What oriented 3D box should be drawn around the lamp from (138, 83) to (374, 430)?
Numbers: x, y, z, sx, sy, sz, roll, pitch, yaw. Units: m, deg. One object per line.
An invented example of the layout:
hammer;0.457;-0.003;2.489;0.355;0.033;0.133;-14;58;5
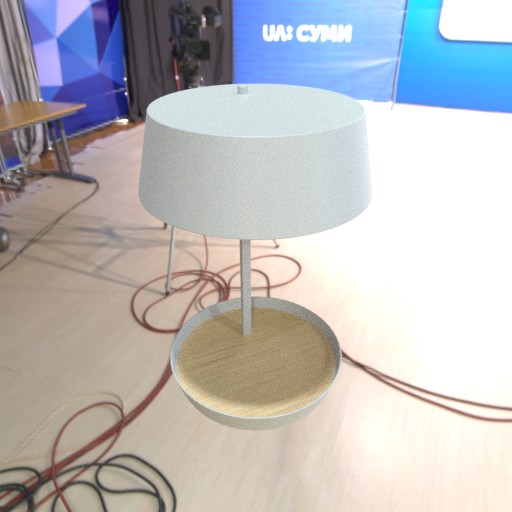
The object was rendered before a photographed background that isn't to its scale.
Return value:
lamp;0.000;0.000;0.619;0.291;0.429;0.291;0;32;0
